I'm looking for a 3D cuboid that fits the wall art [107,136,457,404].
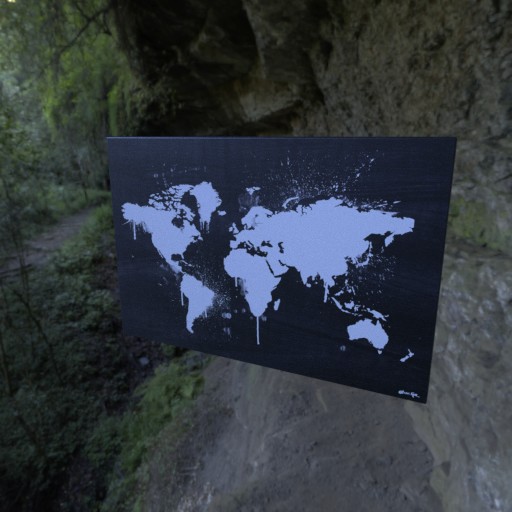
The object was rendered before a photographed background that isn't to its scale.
[{"bbox_3d":[0.000,0.000,0.786,0.610,0.409,0.038,7,17,24],"label":"wall art"}]
